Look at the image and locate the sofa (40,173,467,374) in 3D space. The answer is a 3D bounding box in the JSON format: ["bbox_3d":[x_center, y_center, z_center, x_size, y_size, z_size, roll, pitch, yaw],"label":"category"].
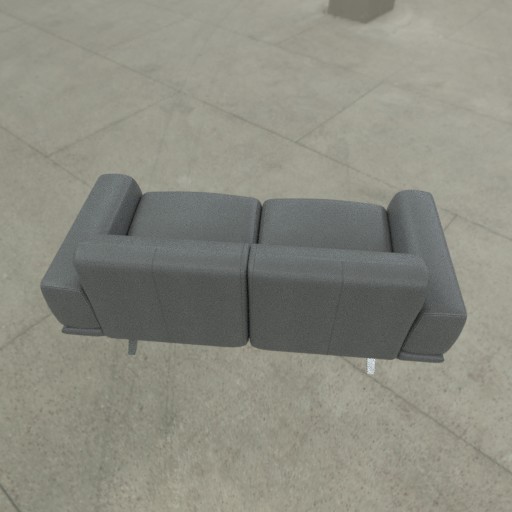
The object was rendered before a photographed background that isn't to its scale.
[{"bbox_3d":[0.000,0.000,2.334,1.901,0.772,0.900,4,47,4],"label":"sofa"}]
